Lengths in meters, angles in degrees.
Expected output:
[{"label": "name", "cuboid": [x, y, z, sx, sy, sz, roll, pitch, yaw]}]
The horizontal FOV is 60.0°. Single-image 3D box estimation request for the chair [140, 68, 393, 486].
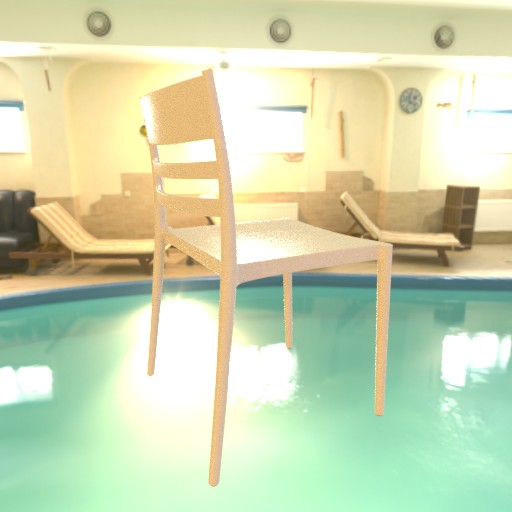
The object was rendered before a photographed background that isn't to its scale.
[{"label": "chair", "cuboid": [0.000, 0.000, 1.137, 0.511, 0.800, 0.531, -7, 15, -27]}]
